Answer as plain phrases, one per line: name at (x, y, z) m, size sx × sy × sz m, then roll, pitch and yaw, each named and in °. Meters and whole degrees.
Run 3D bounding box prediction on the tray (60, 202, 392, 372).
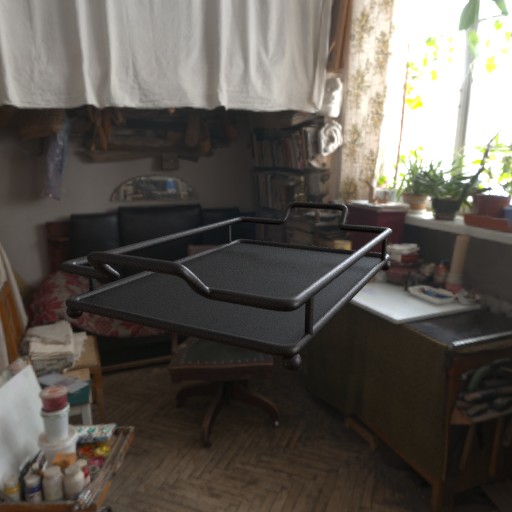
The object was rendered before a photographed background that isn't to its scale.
tray at (0.000, 0.000, 0.624) m, size 0.297 × 0.101 × 0.495 m, roll 7°, pitch 15°, yaw 27°
